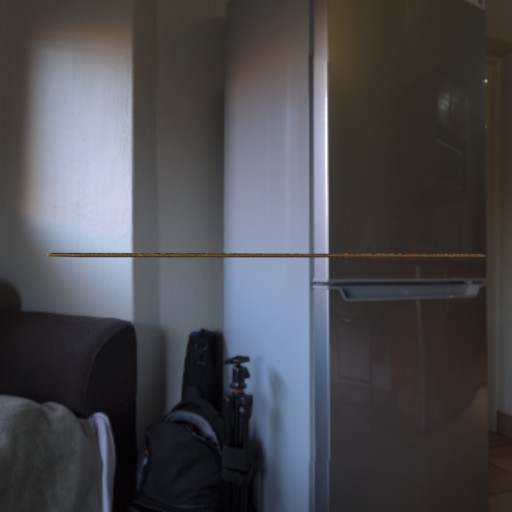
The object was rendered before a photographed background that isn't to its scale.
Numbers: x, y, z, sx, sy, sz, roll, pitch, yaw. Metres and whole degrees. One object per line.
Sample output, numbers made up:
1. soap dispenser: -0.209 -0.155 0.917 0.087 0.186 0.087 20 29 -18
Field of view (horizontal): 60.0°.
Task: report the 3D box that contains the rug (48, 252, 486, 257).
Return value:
1. rug: 0.000 0.000 2.222 1.758 0.013 1.148 0 0 -18
